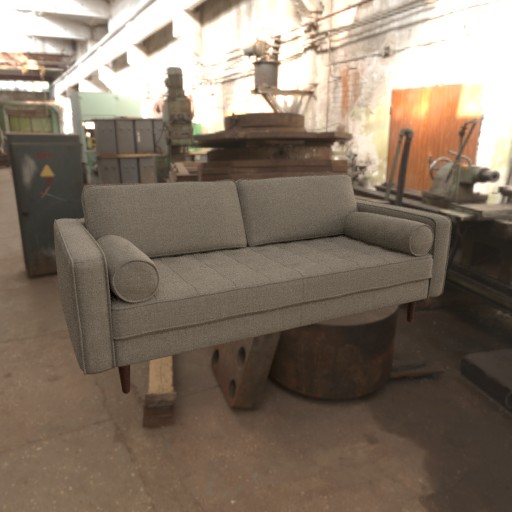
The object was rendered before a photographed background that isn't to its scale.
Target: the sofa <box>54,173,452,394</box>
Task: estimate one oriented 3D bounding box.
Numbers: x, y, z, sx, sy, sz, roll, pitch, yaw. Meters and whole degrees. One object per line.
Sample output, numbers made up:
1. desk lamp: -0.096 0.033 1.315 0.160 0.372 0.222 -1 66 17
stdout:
1. sofa: 0.000 0.000 2.314 1.879 0.762 0.914 -8 17 -26
